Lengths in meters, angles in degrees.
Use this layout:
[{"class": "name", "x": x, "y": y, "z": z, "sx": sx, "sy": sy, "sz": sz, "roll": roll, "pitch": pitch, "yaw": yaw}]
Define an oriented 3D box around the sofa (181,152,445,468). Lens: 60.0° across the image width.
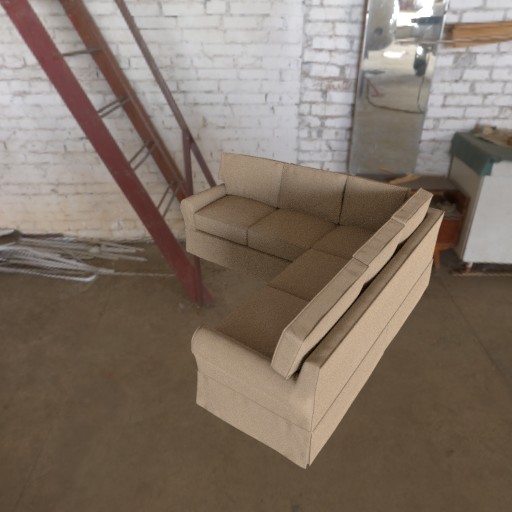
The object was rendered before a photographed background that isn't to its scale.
[{"class": "sofa", "x": 0.000, "y": 0.000, "z": 4.276, "sx": 2.730, "sy": 1.124, "sz": 2.733, "roll": 19, "pitch": 35, "yaw": 30}]
